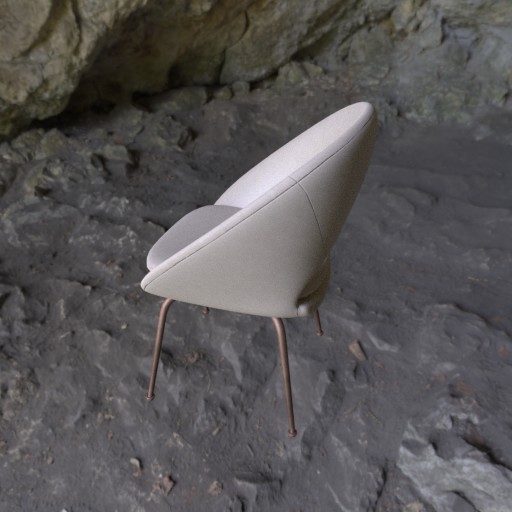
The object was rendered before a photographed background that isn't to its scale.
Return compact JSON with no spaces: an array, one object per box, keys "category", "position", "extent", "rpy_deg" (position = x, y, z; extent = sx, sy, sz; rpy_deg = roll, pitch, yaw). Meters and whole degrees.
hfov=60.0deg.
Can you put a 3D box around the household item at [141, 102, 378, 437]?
[{"category":"household item","position":[0.000,0.000,1.270],"extent":[0.573,0.852,0.623],"rpy_deg":[9,32,15]}]
